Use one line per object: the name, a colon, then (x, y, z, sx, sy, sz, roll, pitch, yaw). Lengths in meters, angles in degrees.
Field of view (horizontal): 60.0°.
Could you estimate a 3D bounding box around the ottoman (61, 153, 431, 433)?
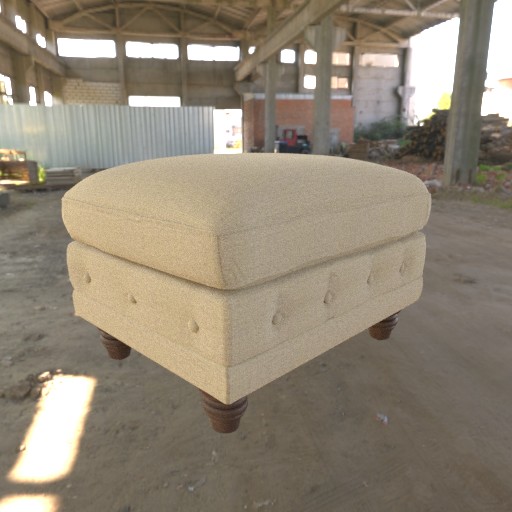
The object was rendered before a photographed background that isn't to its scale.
ottoman: (0.000, 0.000, 1.027, 0.684, 0.463, 0.541, -14, 20, -43)
